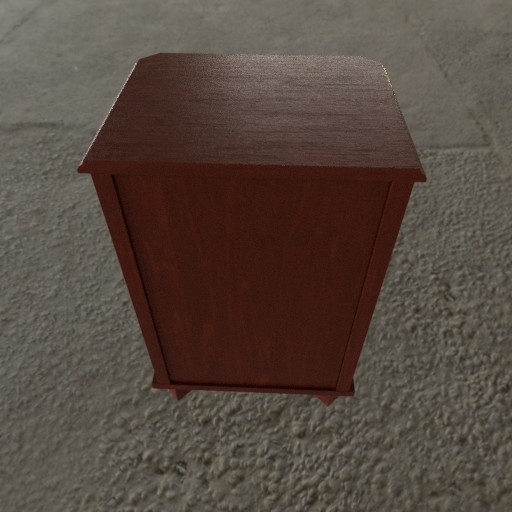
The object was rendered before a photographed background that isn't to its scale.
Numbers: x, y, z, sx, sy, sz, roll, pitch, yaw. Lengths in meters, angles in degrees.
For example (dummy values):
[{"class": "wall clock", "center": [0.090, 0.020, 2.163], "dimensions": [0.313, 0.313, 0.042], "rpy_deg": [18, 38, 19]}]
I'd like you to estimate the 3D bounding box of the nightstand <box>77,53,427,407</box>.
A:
[{"class": "nightstand", "center": [0.000, 0.000, 0.905], "dimensions": [0.435, 0.681, 0.351], "rpy_deg": [2, 46, 2]}]
